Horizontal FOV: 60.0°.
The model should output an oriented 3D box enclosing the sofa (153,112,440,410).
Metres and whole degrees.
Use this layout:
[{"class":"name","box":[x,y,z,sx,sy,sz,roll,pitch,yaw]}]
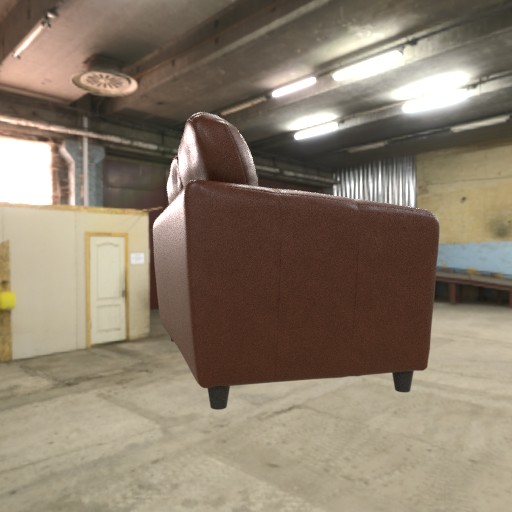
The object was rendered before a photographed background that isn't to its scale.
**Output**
[{"class":"sofa","box":[0.000,0.000,1.935,0.805,0.906,1.406,0,0,-17]}]
